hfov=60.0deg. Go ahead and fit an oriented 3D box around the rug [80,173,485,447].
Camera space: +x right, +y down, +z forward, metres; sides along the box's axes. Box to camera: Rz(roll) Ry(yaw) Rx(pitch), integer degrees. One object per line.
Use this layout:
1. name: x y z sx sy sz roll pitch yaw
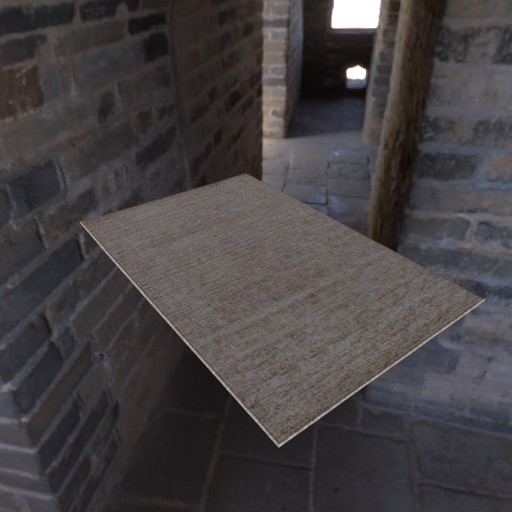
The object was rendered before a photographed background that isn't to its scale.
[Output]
1. rug: 0.000 0.000 2.298 1.211 0.018 1.822 -23 39 -30
